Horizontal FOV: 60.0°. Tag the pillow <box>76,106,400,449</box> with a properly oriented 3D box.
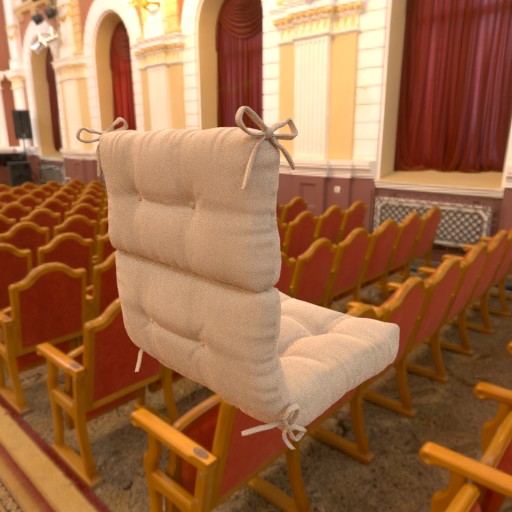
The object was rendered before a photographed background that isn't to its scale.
[{"bbox_3d":[0.000,0.000,1.013,0.519,0.605,0.571,13,20,42],"label":"pillow"}]
